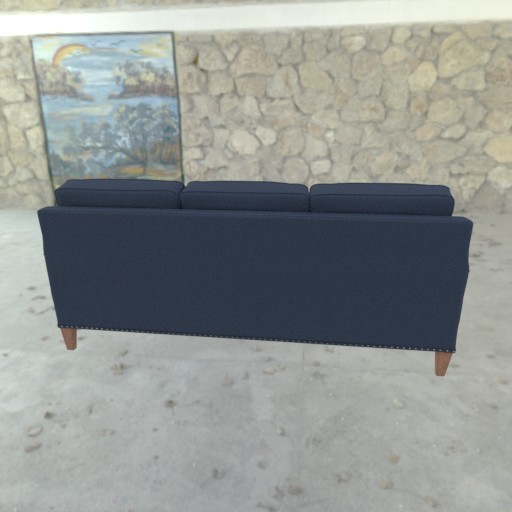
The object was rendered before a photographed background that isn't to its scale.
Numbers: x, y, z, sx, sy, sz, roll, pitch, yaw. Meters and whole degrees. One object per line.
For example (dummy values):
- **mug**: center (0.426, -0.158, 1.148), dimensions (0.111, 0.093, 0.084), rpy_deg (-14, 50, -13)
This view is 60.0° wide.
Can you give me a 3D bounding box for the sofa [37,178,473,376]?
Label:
- **sofa**: center (0.000, 0.000, 2.759), dimensions (2.246, 1.003, 1.084), rpy_deg (2, 16, 8)
